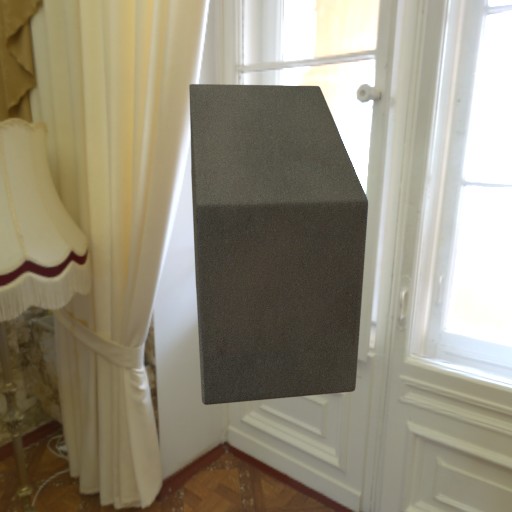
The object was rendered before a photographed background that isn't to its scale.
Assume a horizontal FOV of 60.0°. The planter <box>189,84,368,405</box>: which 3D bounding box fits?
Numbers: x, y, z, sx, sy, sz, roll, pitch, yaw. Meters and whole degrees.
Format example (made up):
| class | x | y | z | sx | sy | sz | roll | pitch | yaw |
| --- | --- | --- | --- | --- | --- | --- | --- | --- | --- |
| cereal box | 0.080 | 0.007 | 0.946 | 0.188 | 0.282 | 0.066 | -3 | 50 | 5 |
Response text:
| class | x | y | z | sx | sy | sz | roll | pitch | yaw |
| --- | --- | --- | --- | --- | --- | --- | --- | --- | --- |
| planter | 0.000 | 0.000 | 0.286 | 0.077 | 0.206 | 0.169 | -2 | 16 | -8 |
